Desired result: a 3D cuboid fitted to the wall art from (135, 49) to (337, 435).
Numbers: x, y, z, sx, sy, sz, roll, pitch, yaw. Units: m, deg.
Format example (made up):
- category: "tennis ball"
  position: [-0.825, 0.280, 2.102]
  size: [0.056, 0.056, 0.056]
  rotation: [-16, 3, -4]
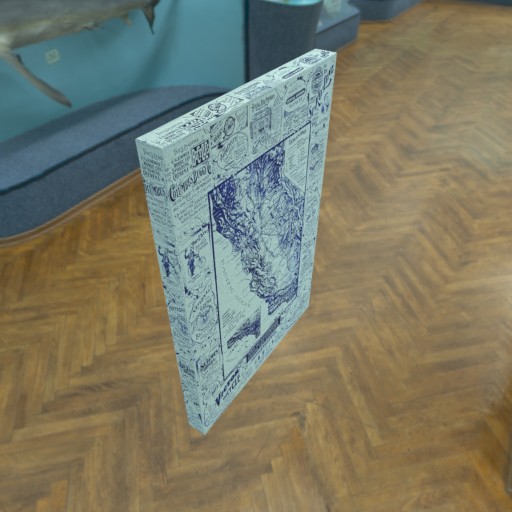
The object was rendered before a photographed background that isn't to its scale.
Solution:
- category: "wall art"
  position: [0.000, 0.000, 0.497]
  size: [0.025, 0.376, 0.255]
  rotation: [24, 46, 25]
